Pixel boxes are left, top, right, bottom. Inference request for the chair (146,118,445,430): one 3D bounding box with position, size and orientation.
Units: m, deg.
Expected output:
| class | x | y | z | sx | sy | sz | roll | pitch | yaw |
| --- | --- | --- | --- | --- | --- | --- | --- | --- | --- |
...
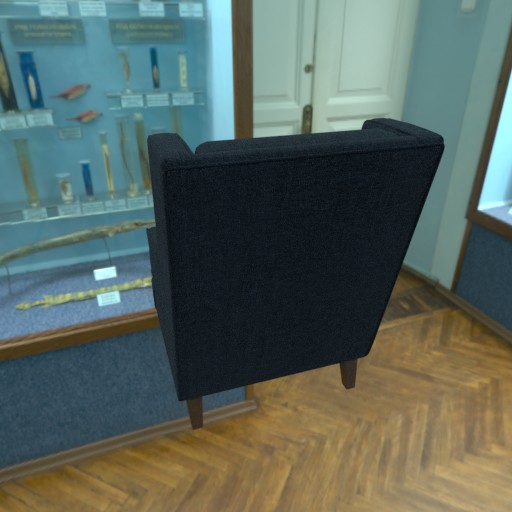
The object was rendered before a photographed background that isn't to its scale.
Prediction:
| class | x | y | z | sx | sy | sz | roll | pitch | yaw |
| --- | --- | --- | --- | --- | --- | --- | --- | --- | --- |
| chair | 0.000 | 0.000 | 1.709 | 0.764 | 1.072 | 0.947 | -9 | 29 | -16 |
